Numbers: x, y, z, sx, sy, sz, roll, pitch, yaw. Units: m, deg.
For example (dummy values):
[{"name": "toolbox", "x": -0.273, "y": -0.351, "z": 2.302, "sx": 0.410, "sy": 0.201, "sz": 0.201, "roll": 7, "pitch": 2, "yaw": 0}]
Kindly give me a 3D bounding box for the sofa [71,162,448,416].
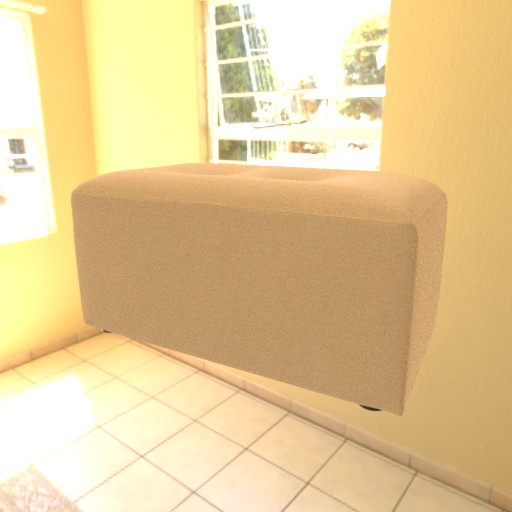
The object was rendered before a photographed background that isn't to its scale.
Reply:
[{"name": "sofa", "x": 0.000, "y": 0.000, "z": 1.236, "sx": 0.930, "sy": 0.470, "sz": 0.480, "roll": 9, "pitch": 18, "yaw": 27}]
